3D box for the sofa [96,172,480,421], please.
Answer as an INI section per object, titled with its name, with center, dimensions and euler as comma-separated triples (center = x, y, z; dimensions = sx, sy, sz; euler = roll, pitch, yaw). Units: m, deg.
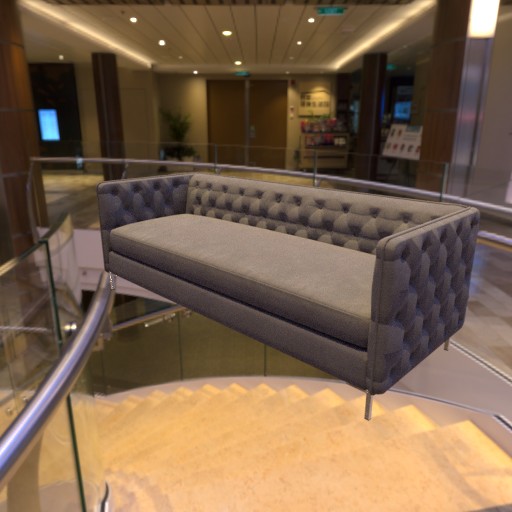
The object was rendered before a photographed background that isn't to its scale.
[sofa]
center = 0.000, 0.000, 2.645
dimensions = 2.209, 0.771, 0.895
euler = 16, 23, 42
